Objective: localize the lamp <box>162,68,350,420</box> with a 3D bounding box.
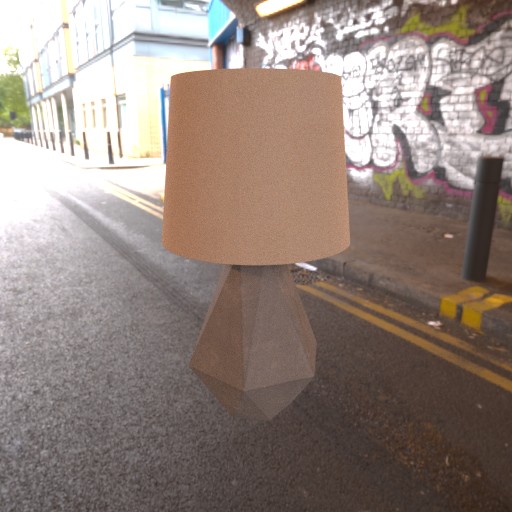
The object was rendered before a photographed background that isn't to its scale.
[{"bbox_3d":[0.000,0.000,0.671,0.276,0.501,0.276,0,16,0],"label":"lamp"}]
